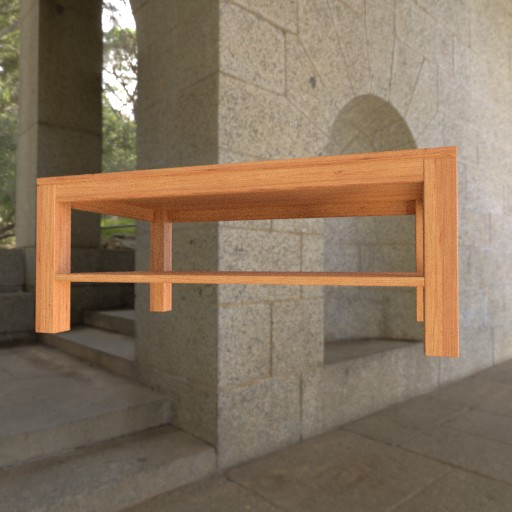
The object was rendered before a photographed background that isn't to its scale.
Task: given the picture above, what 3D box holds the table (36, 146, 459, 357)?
[{"bbox_3d":[0.000,0.000,1.464,1.146,0.457,0.695,0,-1,18],"label":"table"}]
